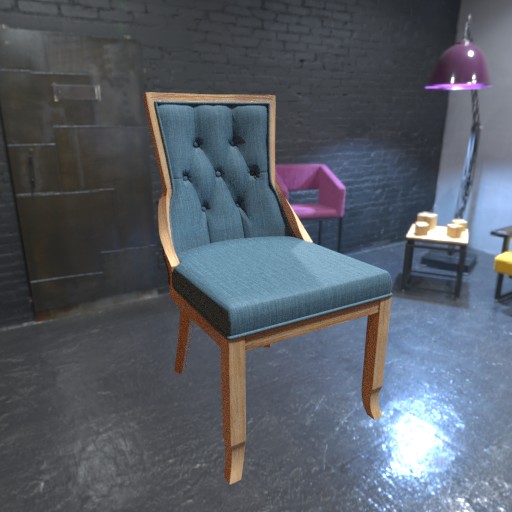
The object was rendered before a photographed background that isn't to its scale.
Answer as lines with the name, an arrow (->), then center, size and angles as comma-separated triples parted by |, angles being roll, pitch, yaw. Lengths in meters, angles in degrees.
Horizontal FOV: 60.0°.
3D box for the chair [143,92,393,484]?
chair -> 0.000, 0.000, 1.353 | 0.524, 0.947, 0.641 | -10, 20, -28
